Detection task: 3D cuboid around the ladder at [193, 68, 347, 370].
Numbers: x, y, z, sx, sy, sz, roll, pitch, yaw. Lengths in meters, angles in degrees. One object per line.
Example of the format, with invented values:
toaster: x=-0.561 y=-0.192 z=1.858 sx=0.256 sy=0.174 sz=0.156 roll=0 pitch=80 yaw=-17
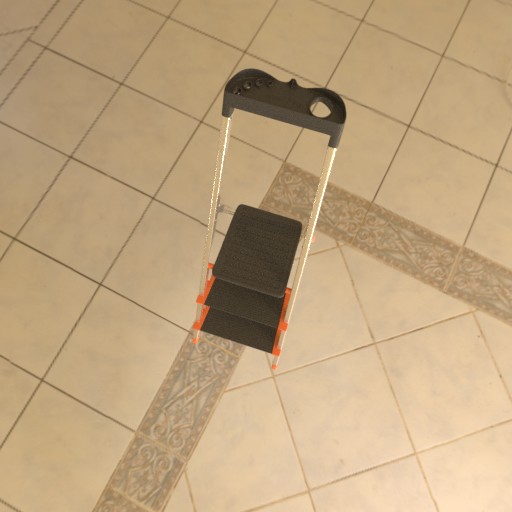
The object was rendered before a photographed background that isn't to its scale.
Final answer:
ladder: x=0.000 y=0.000 z=1.569 sx=0.416 sy=1.229 sz=0.686 roll=17 pitch=76 yaw=4
